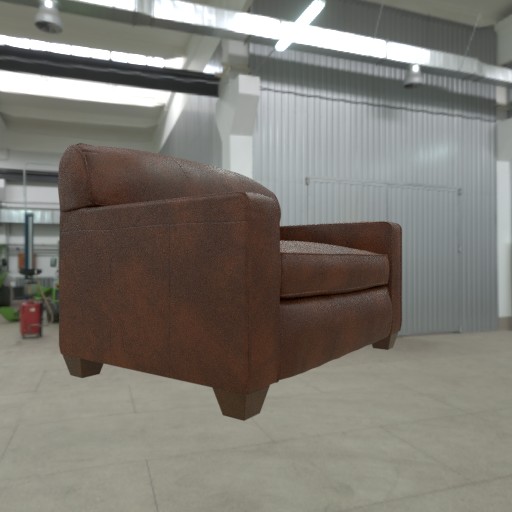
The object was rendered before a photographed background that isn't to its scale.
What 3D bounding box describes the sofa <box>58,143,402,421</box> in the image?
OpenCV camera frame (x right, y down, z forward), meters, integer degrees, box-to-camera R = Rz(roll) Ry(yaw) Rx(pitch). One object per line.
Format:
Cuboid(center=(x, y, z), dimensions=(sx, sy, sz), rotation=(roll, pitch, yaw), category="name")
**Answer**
Cuboid(center=(0.000, 0.000, 2.051), dimensions=(1.000, 0.956, 1.413), rotation=(0, -1, 35), category="sofa")
